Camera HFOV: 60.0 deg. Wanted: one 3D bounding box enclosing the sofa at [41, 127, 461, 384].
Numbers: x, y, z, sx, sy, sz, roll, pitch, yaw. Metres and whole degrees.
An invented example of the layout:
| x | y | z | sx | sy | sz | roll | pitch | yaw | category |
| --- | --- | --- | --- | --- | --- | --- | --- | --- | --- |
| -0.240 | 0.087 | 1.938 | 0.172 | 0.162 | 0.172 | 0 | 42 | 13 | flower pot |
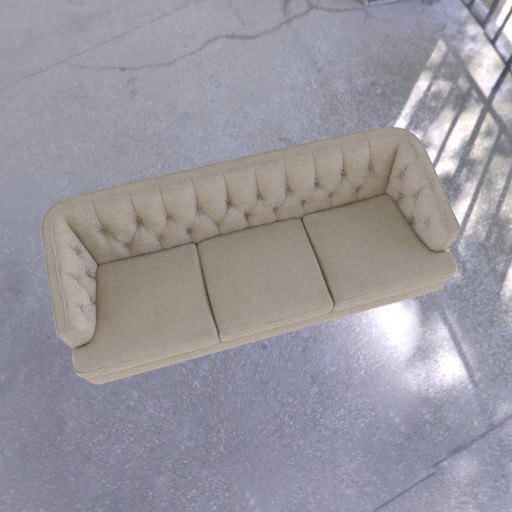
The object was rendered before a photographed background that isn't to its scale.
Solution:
| x | y | z | sx | sy | sz | roll | pitch | yaw | category |
| --- | --- | --- | --- | --- | --- | --- | --- | --- | --- |
| 0.000 | 0.000 | 2.685 | 2.235 | 0.788 | 0.913 | -14 | 65 | -7 | sofa |
